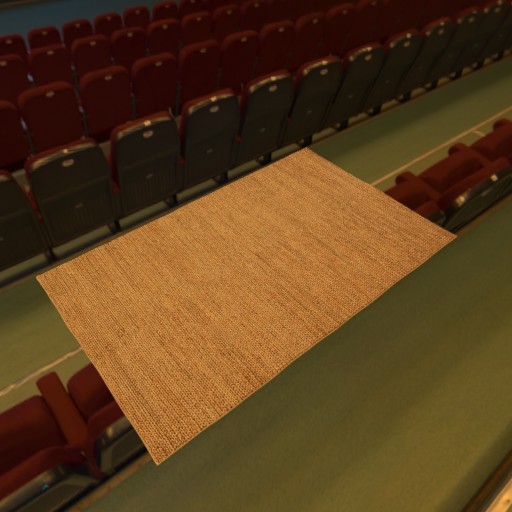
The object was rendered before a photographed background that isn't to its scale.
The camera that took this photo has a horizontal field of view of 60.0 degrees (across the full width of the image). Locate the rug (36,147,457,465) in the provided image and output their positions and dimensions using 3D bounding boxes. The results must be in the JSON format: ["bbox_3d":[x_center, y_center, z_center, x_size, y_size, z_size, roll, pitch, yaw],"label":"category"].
[{"bbox_3d":[0.000,0.000,2.999,2.438,0.034,1.521,-31,53,-27],"label":"rug"}]
